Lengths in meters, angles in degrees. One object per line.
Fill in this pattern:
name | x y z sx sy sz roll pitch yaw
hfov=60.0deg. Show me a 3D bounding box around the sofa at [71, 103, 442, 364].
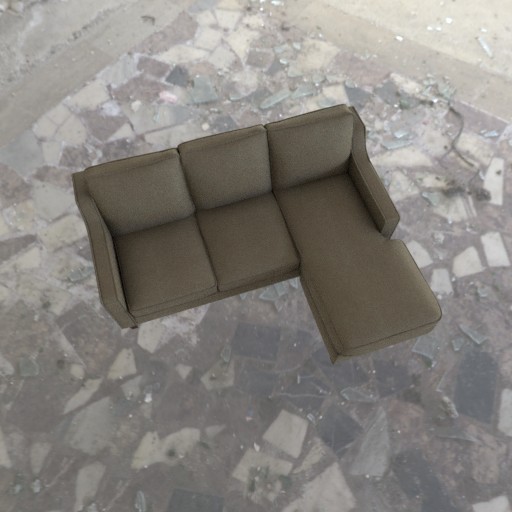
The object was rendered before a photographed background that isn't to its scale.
sofa | 0.000 0.000 3.396 2.317 1.081 1.858 -16 64 -8
